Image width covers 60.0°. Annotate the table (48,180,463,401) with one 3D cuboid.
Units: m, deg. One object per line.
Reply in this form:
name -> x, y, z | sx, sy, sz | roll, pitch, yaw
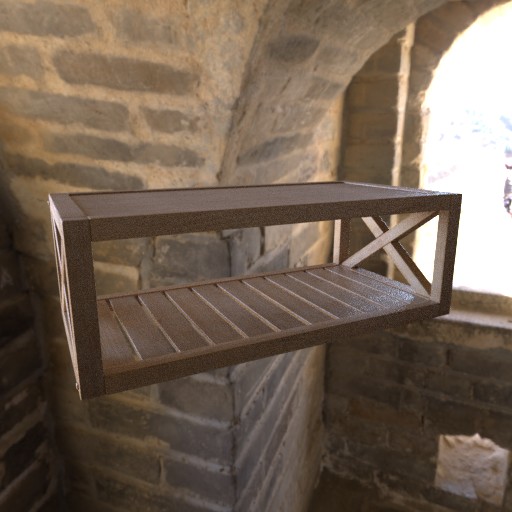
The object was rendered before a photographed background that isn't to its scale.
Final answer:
table -> 0.000, 0.000, 1.621 | 1.321, 0.457, 0.660 | -7, 16, -26
